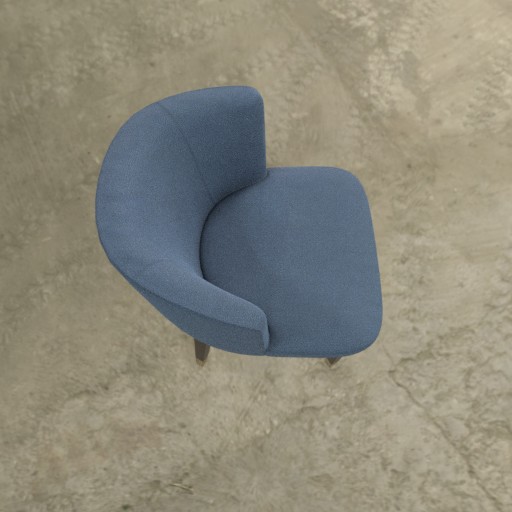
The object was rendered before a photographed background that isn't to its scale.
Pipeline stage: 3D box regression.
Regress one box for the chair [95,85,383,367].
[{"bbox_3d":[0.000,0.000,1.312,0.702,0.760,0.661,0,63,0],"label":"chair"}]
